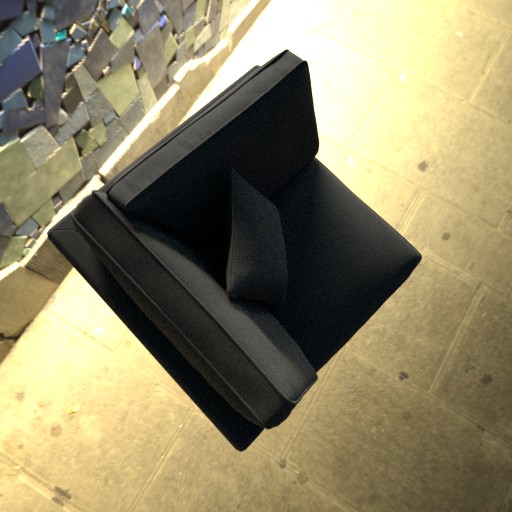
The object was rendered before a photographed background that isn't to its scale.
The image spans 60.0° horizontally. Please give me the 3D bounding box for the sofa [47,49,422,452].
[{"bbox_3d":[0.000,0.000,1.940,1.146,1.002,1.084,-43,77,-12],"label":"sofa"}]
